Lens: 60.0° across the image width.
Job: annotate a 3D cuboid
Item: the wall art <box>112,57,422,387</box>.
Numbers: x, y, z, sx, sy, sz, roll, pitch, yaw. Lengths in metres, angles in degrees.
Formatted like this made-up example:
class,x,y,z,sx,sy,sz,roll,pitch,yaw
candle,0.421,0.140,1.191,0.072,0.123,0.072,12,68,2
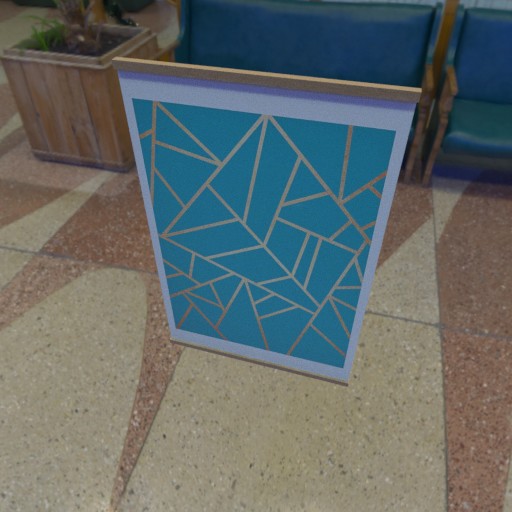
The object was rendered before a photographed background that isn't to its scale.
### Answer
class,x,y,z,sx,sy,sz,roll,pitch,yaw
wall art,0.000,0.000,1.881,0.990,1.519,0.030,11,43,12
